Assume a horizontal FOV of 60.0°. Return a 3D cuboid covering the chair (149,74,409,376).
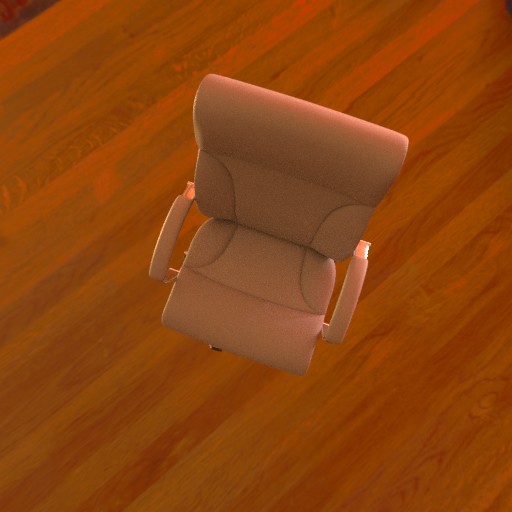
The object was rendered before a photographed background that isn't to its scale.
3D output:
[{"bbox_3d":[0.000,0.000,1.600,0.727,1.099,0.745,19,78,4],"label":"chair"}]
